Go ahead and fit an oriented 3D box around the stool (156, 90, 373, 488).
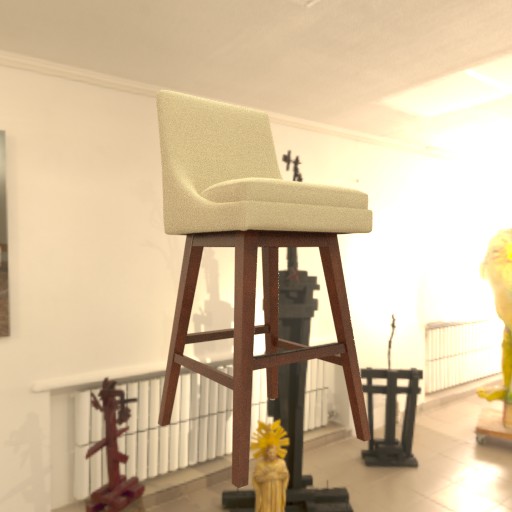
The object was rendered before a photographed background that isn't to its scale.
[{"bbox_3d":[0.000,0.000,1.383,0.470,1.097,0.559,-1,1,-35],"label":"stool"}]
